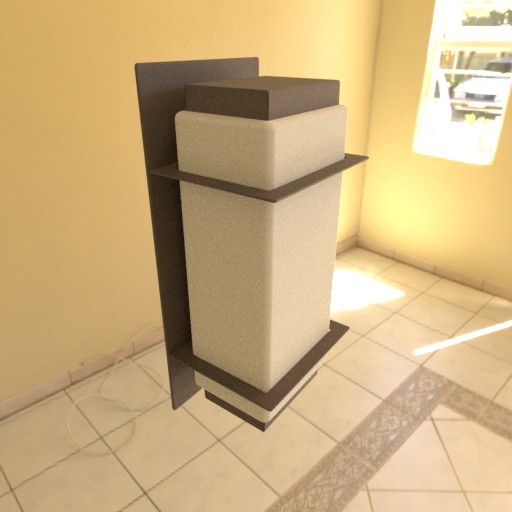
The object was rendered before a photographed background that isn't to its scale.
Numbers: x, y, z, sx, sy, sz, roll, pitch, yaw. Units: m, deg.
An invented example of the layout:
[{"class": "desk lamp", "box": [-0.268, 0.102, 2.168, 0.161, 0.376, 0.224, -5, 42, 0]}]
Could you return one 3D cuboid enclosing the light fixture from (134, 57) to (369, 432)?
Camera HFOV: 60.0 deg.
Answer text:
[{"class": "light fixture", "box": [0.000, 0.000, 0.431, 0.146, 0.347, 0.153, 18, 31, 32]}]
